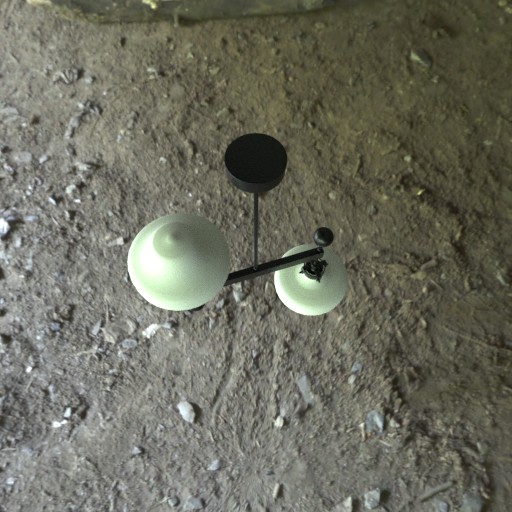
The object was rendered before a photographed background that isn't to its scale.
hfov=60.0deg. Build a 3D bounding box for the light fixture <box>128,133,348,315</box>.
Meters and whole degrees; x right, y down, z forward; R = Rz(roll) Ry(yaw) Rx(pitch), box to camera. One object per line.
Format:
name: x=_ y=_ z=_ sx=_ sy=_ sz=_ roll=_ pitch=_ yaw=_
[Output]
light fixture: x=0.000 y=0.000 z=1.052 sx=0.422 sy=0.743 sz=0.489 roll=32 pitch=69 yaw=14
